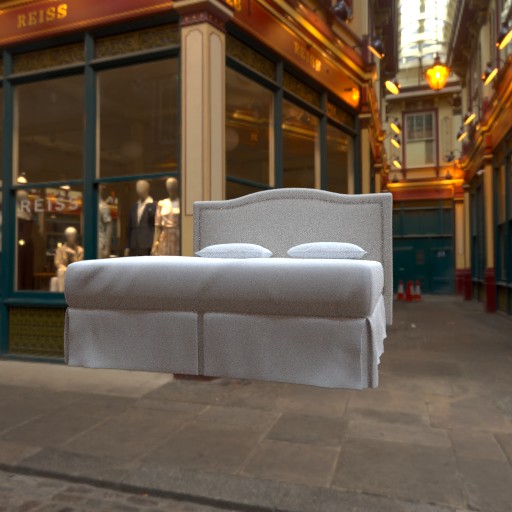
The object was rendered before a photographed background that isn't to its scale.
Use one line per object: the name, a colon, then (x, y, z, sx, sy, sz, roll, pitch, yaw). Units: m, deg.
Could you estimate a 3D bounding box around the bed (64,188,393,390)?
bed: (0.000, 0.000, 3.554, 2.083, 1.421, 2.182, 0, -1, 17)
